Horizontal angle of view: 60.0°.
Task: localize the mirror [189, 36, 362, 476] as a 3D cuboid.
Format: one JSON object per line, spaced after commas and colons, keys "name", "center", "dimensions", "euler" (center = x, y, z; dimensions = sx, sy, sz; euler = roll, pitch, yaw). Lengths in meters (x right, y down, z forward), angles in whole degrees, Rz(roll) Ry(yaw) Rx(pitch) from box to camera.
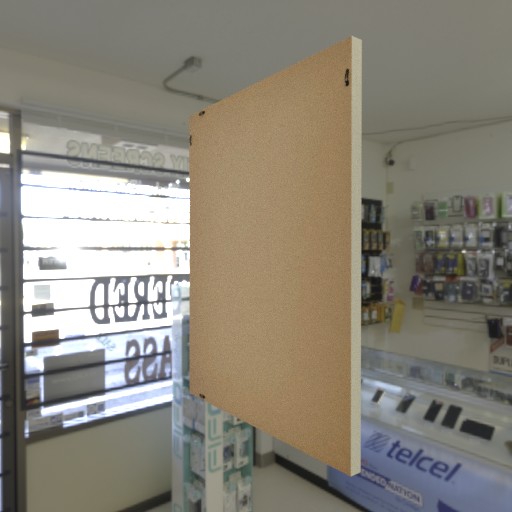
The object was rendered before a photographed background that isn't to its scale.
{"name": "mirror", "center": [0.000, 0.000, 1.332], "dimensions": [0.040, 1.016, 0.762], "euler": [0, 1, -37]}
